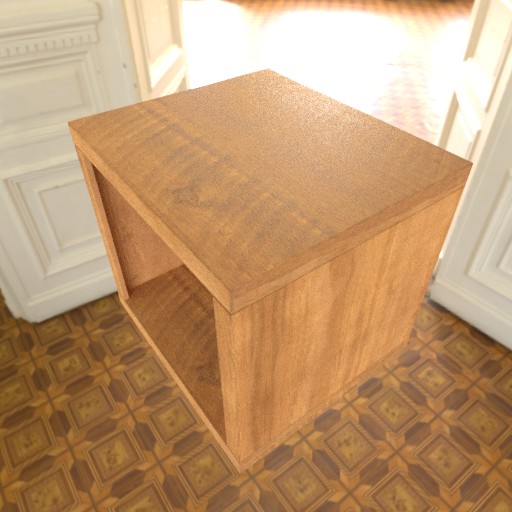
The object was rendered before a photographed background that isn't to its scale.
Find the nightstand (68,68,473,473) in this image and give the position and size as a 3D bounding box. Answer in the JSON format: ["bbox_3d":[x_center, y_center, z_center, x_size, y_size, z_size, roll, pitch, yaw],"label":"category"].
[{"bbox_3d":[0.000,0.000,0.864,0.436,0.491,0.493,-26,48,-26],"label":"nightstand"}]
